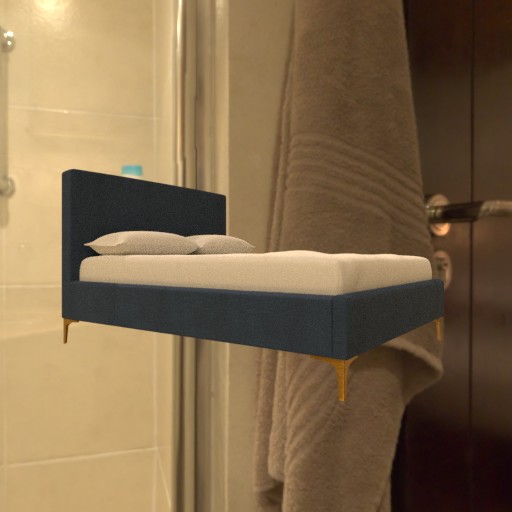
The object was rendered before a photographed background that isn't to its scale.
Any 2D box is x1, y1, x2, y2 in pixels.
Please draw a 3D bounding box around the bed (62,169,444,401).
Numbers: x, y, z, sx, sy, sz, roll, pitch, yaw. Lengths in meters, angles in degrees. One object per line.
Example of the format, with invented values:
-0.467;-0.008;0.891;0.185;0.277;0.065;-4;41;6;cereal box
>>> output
0.000;0.000;3.182;2.172;1.231;1.723;0;0;36;bed
